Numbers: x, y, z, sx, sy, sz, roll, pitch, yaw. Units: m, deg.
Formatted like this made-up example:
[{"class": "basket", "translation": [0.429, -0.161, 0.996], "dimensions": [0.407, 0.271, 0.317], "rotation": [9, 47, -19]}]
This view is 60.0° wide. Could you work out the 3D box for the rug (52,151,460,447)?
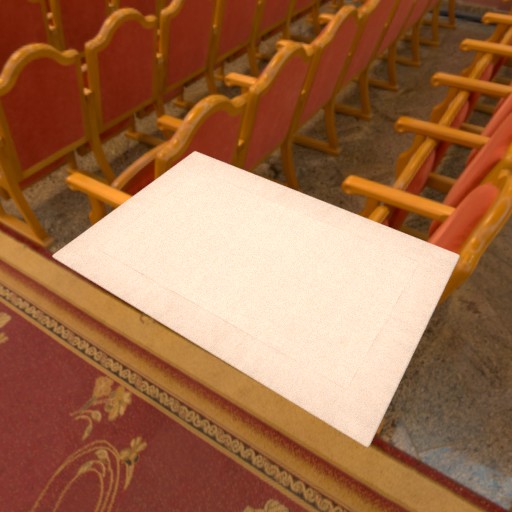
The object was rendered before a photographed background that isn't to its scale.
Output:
[{"class": "rug", "translation": [0.000, 0.000, 2.384], "dimensions": [1.829, 0.013, 1.219], "rotation": [25, 51, 23]}]
